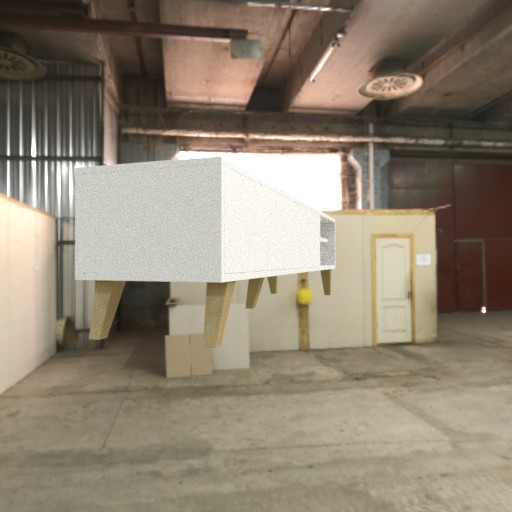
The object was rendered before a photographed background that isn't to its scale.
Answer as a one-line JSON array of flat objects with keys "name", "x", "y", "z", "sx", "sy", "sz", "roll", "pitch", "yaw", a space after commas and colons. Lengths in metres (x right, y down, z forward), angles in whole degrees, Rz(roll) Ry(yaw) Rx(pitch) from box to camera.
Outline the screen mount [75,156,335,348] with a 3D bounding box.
[{"name": "screen mount", "x": 0.000, "y": 0.000, "z": 1.826, "sx": 0.399, "sy": 0.432, "sz": 1.644, "roll": 0, "pitch": -1, "yaw": 19}]
